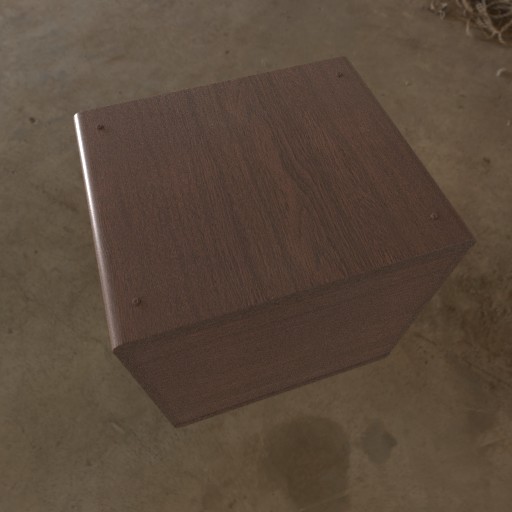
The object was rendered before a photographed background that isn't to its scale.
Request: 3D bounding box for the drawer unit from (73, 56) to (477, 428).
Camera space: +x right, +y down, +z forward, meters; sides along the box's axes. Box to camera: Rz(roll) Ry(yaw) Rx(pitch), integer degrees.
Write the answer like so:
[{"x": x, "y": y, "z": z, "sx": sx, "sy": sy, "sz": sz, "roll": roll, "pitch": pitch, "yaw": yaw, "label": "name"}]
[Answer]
[{"x": 0.000, "y": 0.000, "z": 0.600, "sx": 0.344, "sy": 0.344, "sz": 0.290, "roll": -16, "pitch": 60, "yaw": -9, "label": "drawer unit"}]
